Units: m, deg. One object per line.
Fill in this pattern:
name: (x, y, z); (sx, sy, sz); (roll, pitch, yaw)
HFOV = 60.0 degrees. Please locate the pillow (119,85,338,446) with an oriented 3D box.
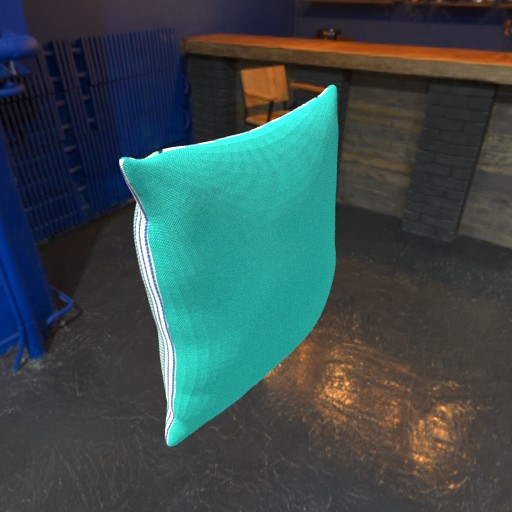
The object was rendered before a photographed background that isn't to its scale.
pillow: (0.000, 0.000, 0.681); (0.182, 0.441, 0.440); (21, 37, 31)
